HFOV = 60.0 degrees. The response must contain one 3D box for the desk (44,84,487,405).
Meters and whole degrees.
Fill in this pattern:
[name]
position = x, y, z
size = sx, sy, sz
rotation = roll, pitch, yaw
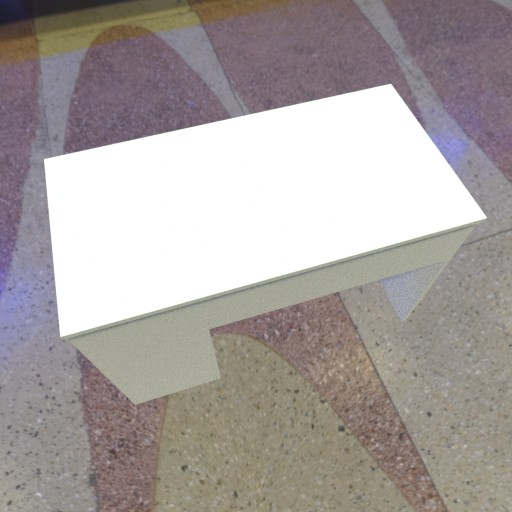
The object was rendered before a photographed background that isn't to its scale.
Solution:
[desk]
position = 0.000, 0.000, 1.526
size = 1.096, 0.730, 0.560
rotation = -15, 60, -9
